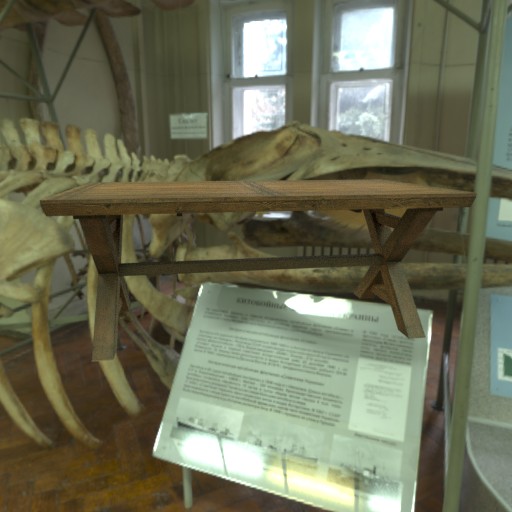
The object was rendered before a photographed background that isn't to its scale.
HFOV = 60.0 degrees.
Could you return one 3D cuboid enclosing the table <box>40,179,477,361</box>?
[{"bbox_3d":[0.000,0.000,2.570,1.966,0.793,1.071,-2,13,-9],"label":"table"}]
